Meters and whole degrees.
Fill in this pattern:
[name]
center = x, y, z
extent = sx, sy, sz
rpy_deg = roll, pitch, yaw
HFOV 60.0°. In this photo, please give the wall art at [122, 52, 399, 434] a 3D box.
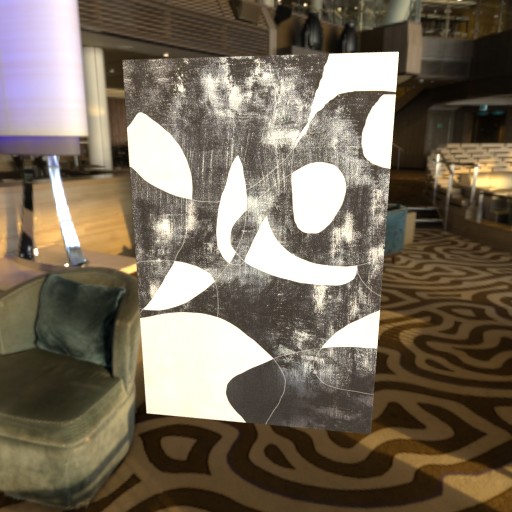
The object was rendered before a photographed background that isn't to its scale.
[wall art]
center = 0.000, 0.000, 0.738
extent = 0.407, 0.610, 0.039
rpy_deg = 2, 14, 8
